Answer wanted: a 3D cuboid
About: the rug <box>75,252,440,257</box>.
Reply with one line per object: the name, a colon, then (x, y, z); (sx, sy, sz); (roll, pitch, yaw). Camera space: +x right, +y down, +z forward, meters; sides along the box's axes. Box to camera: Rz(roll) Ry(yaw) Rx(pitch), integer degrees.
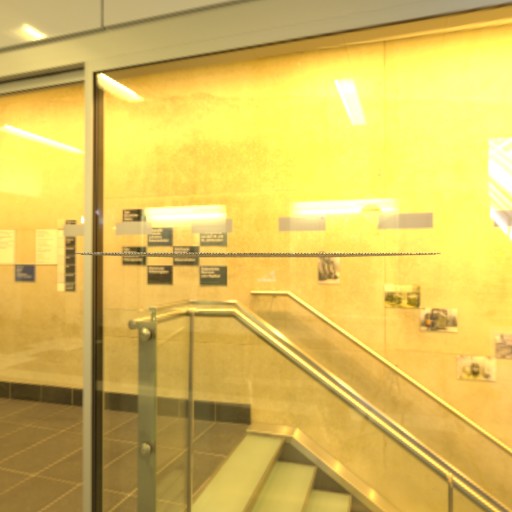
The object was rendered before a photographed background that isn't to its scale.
rug: (0.000, 0.000, 4.262); (2.143, 0.015, 3.422); (0, 0, -1)
